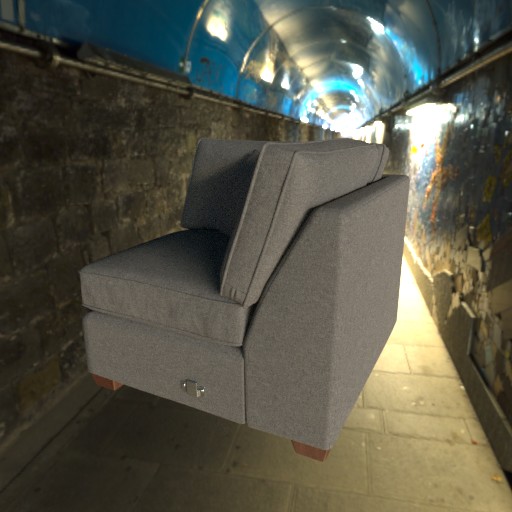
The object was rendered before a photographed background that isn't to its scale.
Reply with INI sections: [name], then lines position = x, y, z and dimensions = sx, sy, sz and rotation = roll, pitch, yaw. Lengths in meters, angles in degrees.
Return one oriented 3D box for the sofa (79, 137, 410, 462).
[sofa]
position = 0.000, 0.000, 1.943
dimensions = 1.084, 1.002, 1.146
rotation = 8, 17, 26
